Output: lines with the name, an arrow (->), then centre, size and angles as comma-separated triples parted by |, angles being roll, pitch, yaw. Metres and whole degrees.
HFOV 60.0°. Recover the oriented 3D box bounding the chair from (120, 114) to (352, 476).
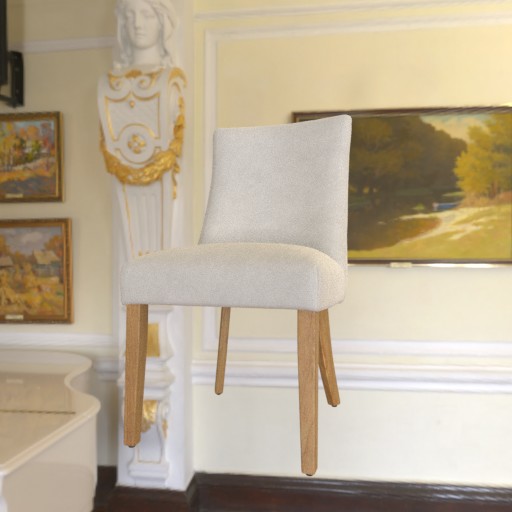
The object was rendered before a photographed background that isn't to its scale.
chair -> 0.000, 0.000, 1.240 | 0.495, 0.902, 0.610 | 0, -1, 19
